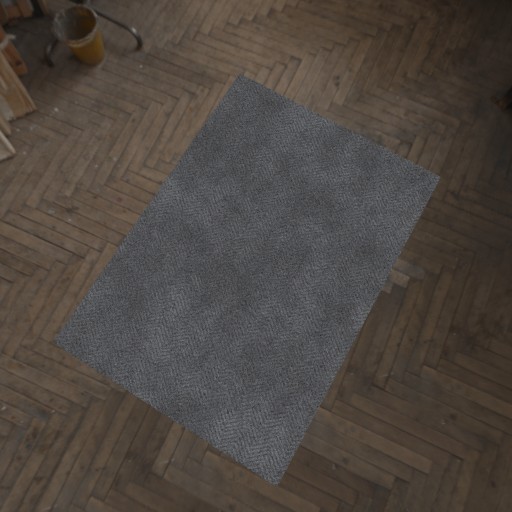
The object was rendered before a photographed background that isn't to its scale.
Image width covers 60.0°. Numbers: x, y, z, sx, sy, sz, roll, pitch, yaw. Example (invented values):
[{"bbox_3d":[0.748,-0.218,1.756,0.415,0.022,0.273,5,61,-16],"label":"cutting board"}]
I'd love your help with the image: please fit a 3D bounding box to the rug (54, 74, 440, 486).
[{"bbox_3d":[0.000,0.000,2.883,1.600,0.008,2.235,30,78,7],"label":"rug"}]
